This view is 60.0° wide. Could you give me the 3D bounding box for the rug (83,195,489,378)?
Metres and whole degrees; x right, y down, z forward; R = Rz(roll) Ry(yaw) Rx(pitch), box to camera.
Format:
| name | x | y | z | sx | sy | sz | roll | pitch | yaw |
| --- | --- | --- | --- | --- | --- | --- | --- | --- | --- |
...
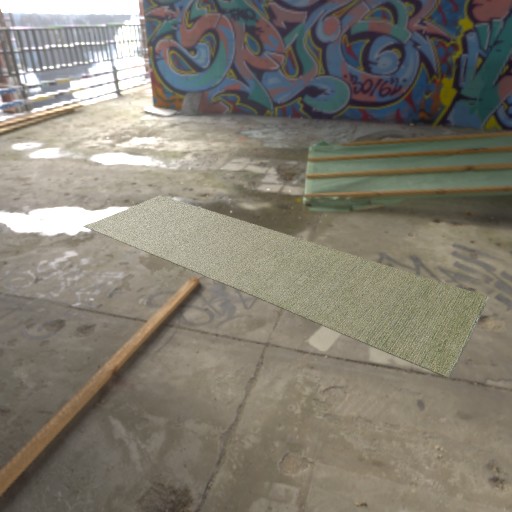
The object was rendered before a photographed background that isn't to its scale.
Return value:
| name | x | y | z | sx | sy | sz | roll | pitch | yaw |
| --- | --- | --- | --- | --- | --- | --- | --- | --- | --- |
| rug | 0.000 | 0.000 | 2.533 | 2.340 | 0.013 | 0.686 | 20 | 34 | 31 |
